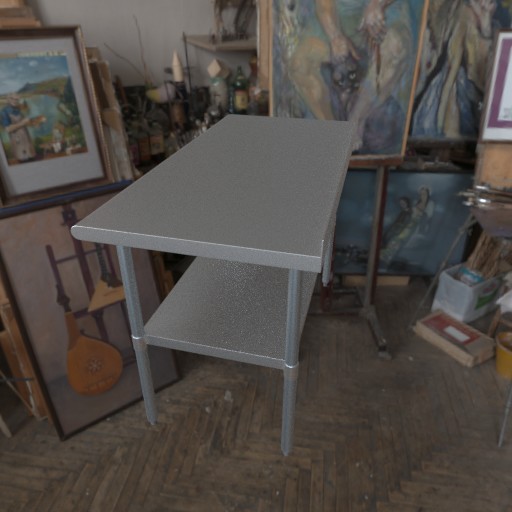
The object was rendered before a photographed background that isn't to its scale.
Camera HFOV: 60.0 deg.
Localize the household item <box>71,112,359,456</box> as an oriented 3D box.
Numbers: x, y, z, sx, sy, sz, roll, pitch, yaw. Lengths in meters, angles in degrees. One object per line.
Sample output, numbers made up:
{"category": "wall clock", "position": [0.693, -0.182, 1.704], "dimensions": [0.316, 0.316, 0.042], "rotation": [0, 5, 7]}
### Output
{"category": "household item", "position": [0.000, 0.000, 1.703], "dimensions": [0.610, 0.851, 1.219], "rotation": [8, 31, 13]}
